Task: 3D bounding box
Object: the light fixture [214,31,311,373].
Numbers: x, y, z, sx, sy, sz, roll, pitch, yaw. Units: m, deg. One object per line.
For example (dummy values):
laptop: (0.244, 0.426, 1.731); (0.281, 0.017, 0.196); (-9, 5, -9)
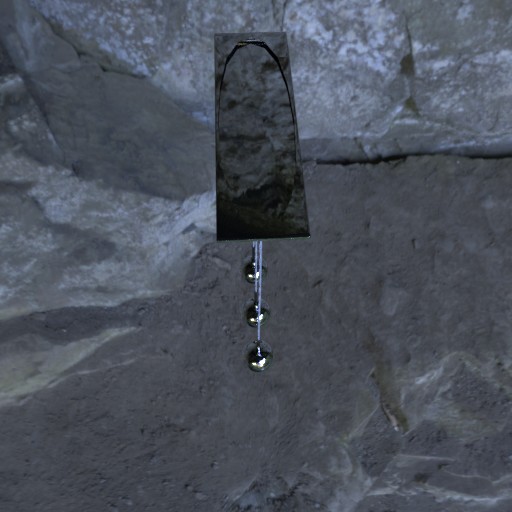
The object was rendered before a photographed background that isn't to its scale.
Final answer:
light fixture: (0.000, 0.000, 1.650); (0.188, 1.408, 0.623); (-3, 64, -1)
